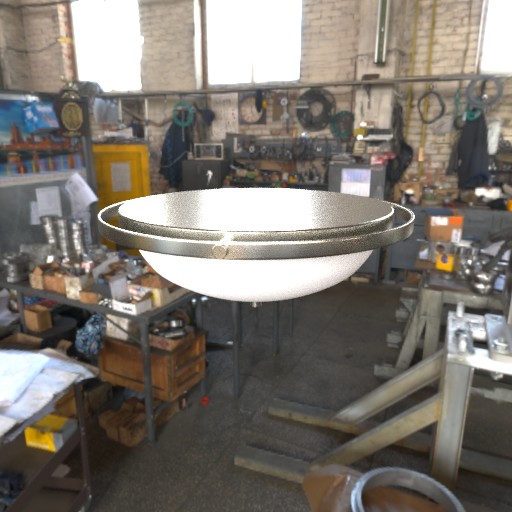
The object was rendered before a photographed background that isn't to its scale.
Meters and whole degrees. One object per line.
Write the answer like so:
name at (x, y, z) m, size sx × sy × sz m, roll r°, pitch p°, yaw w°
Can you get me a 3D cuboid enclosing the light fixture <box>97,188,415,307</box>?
light fixture at (0.000, 0.000, 0.549) m, size 0.361 × 0.130 × 0.361 m, roll 0°, pitch 15°, yaw 0°
